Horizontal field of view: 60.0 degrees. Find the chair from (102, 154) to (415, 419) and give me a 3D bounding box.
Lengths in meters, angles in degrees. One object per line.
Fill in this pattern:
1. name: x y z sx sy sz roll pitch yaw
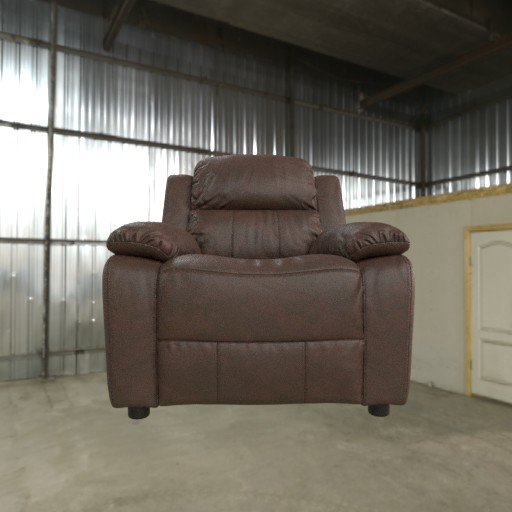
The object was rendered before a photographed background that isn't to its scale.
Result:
1. chair: 0.000 0.000 1.248 0.680 0.702 0.707 0 -1 -2
